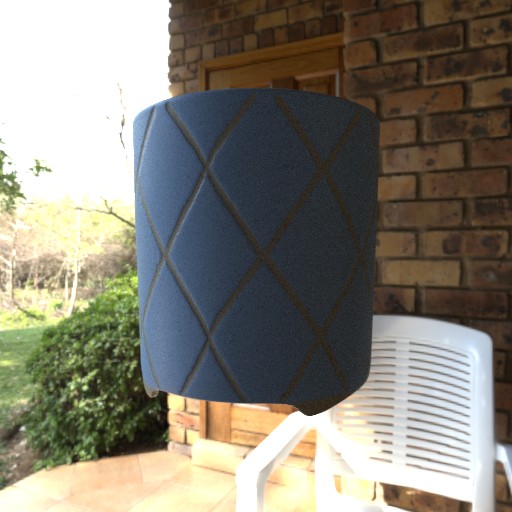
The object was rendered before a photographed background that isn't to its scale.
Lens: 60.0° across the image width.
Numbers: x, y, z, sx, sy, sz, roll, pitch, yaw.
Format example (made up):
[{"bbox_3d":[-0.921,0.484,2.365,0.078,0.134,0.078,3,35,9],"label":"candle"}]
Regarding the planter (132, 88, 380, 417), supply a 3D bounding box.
[{"bbox_3d":[0.000,0.000,0.355,0.191,0.200,0.191,0,1,0],"label":"planter"}]
